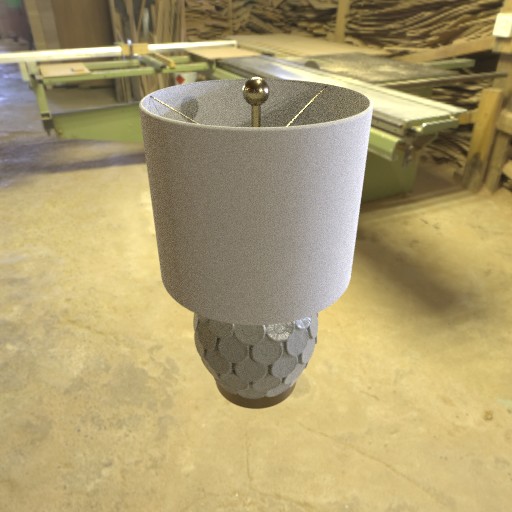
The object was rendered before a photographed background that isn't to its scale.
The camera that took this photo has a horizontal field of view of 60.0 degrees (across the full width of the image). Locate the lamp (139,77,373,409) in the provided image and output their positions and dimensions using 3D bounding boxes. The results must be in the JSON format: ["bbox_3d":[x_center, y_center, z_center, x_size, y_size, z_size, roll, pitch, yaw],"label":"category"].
[{"bbox_3d":[0.000,0.000,0.597,0.254,0.452,0.254,0,31,0],"label":"lamp"}]
